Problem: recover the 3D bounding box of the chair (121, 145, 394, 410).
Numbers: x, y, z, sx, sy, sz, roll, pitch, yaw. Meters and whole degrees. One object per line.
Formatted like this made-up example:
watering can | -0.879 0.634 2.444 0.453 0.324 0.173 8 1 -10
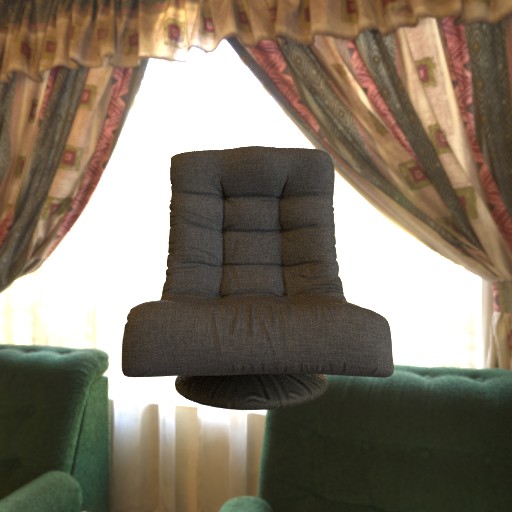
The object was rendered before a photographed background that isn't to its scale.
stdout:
chair | 0.000 0.000 1.260 0.597 0.749 0.668 0 0 -1
